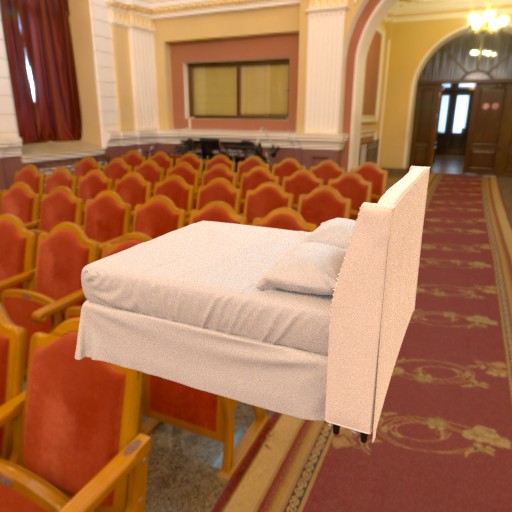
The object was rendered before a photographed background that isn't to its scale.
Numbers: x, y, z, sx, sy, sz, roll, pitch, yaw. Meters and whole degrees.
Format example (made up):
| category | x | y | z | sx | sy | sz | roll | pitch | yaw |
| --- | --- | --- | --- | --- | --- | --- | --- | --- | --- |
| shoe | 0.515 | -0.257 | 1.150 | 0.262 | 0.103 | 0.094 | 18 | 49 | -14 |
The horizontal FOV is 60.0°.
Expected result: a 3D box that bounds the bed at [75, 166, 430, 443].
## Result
| category | x | y | z | sx | sy | sz | roll | pitch | yaw |
| --- | --- | --- | --- | --- | --- | --- | --- | --- | --- |
| bed | 0.000 | 0.000 | 3.447 | 2.276 | 1.332 | 1.925 | 8 | 19 | 24 |
